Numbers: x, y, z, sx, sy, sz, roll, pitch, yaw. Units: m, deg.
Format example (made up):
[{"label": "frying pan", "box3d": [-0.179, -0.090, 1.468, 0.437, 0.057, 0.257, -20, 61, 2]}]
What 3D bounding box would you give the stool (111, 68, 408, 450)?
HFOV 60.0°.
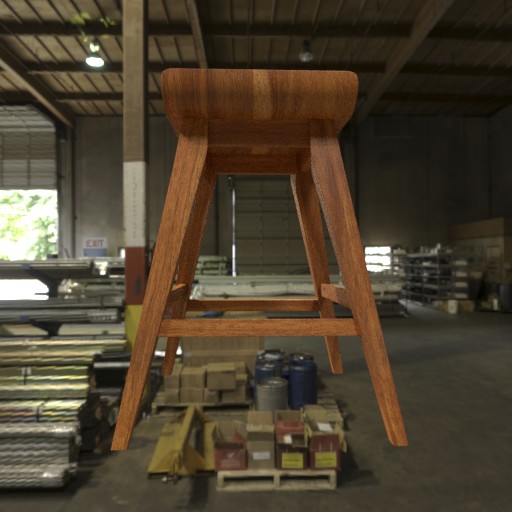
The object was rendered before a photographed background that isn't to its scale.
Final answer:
[{"label": "stool", "box3d": [0.000, 0.000, 0.997, 0.500, 0.650, 0.500, 0, -1, -2]}]
